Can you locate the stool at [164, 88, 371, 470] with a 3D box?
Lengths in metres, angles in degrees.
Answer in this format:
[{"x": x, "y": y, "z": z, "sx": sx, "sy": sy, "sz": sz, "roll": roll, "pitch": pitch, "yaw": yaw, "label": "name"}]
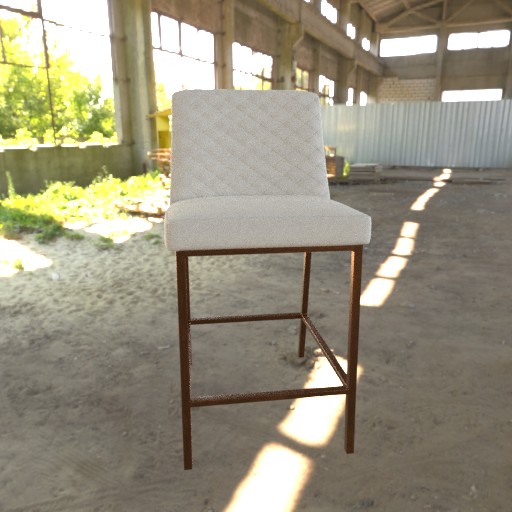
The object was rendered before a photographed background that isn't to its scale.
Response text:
[{"x": 0.000, "y": 0.000, "z": 1.311, "sx": 0.507, "sy": 0.973, "sz": 0.576, "roll": -2, "pitch": 15, "yaw": -8, "label": "stool"}]
